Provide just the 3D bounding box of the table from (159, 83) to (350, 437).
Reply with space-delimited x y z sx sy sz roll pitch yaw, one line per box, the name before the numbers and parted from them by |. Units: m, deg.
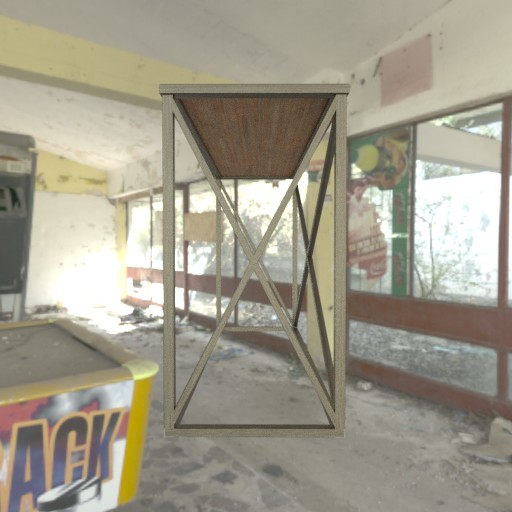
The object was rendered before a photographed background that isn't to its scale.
table | 0.000 0.000 1.548 0.402 0.753 1.216 0 1 0
